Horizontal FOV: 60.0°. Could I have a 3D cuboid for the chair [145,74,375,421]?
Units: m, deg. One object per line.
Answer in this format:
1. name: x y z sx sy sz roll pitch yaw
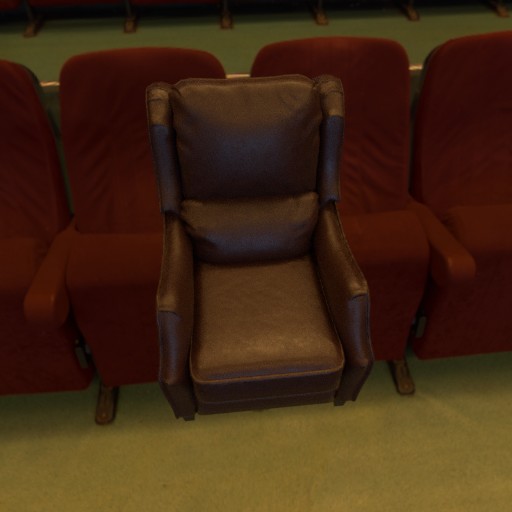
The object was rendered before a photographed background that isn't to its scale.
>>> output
1. chair: 0.000 0.000 1.747 0.770 1.132 0.982 -4 46 -4
